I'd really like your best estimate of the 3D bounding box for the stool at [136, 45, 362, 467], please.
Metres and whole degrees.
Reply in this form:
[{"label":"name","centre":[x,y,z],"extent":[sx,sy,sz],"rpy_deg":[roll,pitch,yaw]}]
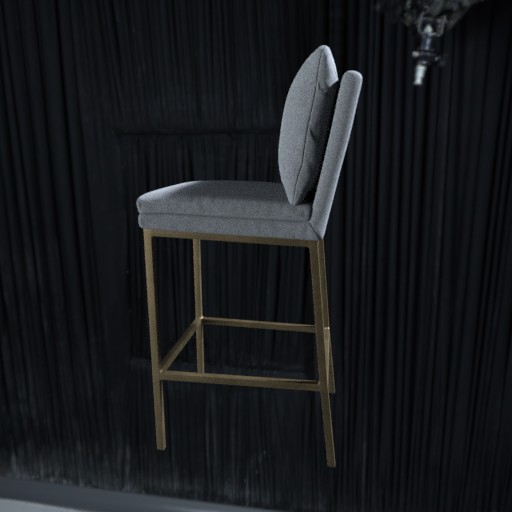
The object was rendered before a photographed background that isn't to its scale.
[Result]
[{"label":"stool","centre":[0.000,0.000,1.384],"extent":[0.569,1.130,0.463],"rpy_deg":[2,14,9]}]
